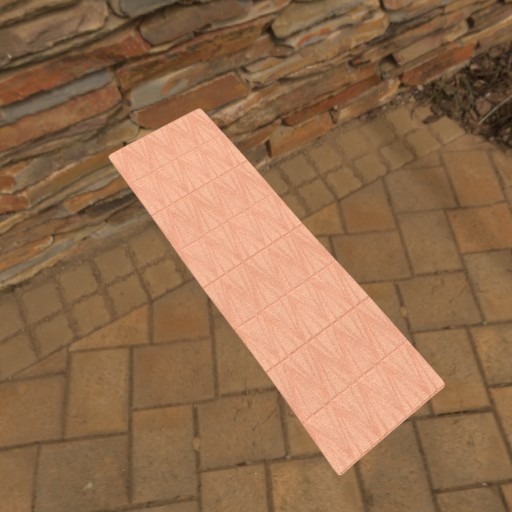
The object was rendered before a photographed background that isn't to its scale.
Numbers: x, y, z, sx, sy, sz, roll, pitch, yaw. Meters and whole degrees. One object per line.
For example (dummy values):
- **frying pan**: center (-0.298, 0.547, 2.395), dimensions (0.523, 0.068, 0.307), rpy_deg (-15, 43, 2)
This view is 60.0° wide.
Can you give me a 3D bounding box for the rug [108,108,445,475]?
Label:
- **rug**: center (0.000, 0.000, 2.704), dimensions (0.760, 0.015, 2.435), rpy_deg (-33, 68, -15)
